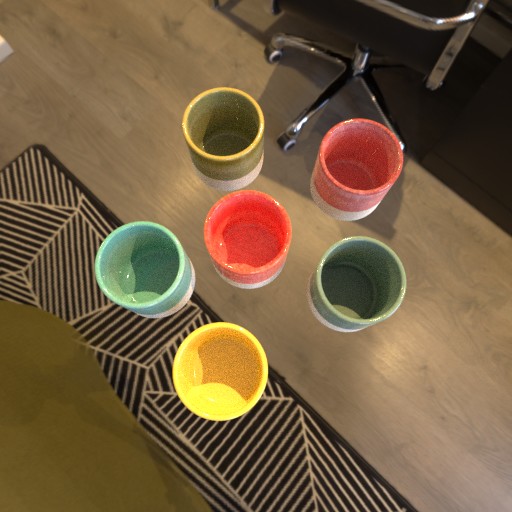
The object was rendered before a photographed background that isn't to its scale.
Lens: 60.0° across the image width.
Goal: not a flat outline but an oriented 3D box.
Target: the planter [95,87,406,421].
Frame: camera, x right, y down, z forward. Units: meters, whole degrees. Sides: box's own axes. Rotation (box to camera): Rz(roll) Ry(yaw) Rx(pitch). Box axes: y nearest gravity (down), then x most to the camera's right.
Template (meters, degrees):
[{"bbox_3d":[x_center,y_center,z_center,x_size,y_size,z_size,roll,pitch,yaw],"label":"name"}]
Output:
[{"bbox_3d":[0.000,0.000,0.409,0.257,0.075,0.286,12,76,3],"label":"planter"}]
